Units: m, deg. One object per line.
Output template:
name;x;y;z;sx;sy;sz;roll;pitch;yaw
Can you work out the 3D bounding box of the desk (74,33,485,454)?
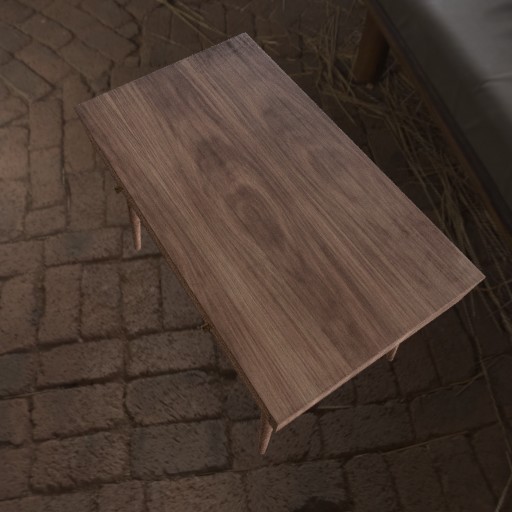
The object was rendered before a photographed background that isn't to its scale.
desk;0.000;0.000;1.397;0.588;0.758;0.949;-30;67;-15
